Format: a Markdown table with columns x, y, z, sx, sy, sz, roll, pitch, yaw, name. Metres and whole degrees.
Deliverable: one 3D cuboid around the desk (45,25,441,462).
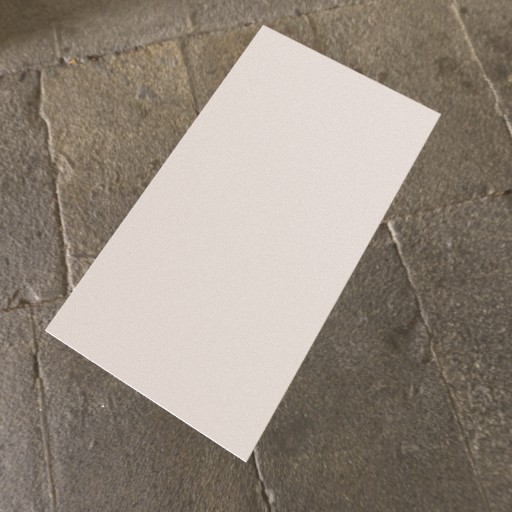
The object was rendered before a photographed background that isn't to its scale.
| x | y | z | sx | sy | sz | roll | pitch | yaw | name |
| --- | --- | --- | --- | --- | --- | --- | --- | --- | --- |
| 0.000 | 0.000 | 1.353 | 0.498 | 0.729 | 0.900 | 30 | 77 | 7 | desk |
